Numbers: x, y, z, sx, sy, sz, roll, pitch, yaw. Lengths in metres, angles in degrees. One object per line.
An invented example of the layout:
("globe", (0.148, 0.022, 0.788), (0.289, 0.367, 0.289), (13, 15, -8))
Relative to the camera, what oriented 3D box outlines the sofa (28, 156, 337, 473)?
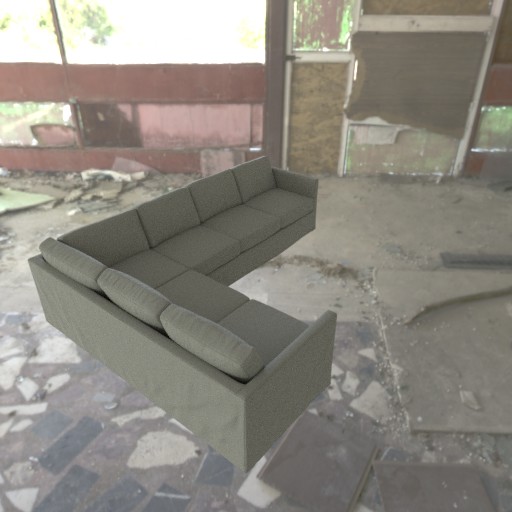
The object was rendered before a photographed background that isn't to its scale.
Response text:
("sofa", (0.000, 0.000, 4.264), (2.432, 0.871, 3.182), (22, 37, 33))
